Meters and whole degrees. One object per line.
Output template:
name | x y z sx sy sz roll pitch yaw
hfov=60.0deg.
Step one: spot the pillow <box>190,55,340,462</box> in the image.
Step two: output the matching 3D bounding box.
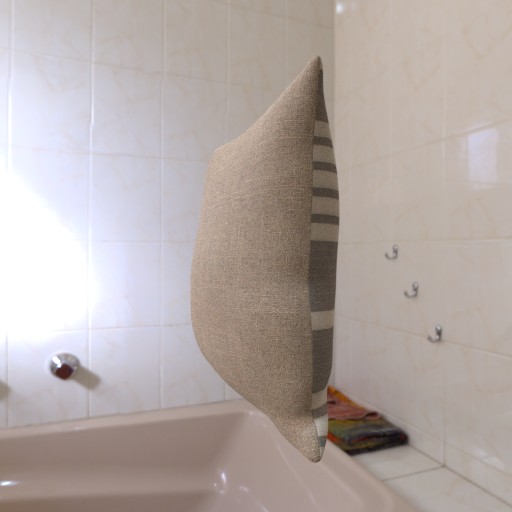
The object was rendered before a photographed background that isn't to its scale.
pillow | 0.000 0.000 0.677 0.182 0.440 0.439 0 0 -20
